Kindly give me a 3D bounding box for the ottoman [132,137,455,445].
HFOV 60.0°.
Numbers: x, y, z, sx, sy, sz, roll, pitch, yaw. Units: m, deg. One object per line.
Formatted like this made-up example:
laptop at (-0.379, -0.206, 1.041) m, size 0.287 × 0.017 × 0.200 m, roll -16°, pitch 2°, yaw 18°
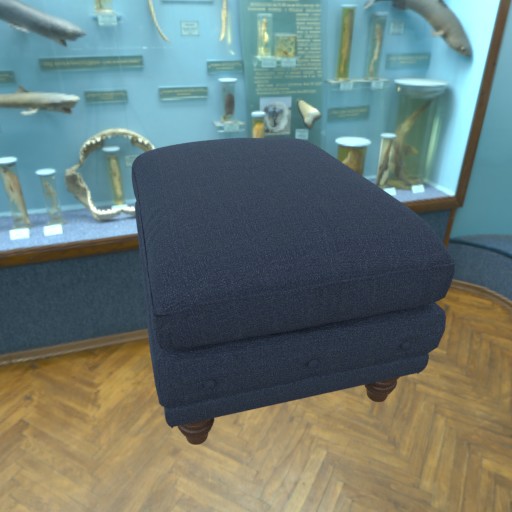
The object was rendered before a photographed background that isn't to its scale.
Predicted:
ottoman at (0.000, 0.000, 1.105) m, size 0.558 × 0.486 × 0.767 m, roll -8°, pitch 30°, yaw -14°
